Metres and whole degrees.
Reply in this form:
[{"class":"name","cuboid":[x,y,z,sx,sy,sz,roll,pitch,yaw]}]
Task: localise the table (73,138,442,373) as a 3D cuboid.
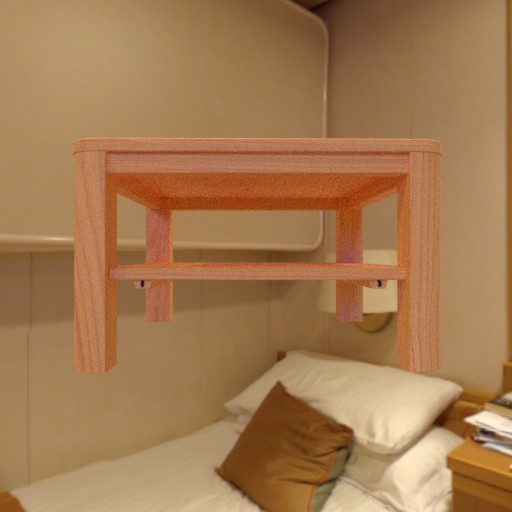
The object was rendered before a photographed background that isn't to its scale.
[{"class":"table","cuboid":[0.000,0.000,1.223,0.750,0.450,0.750,0,0,-1]}]
